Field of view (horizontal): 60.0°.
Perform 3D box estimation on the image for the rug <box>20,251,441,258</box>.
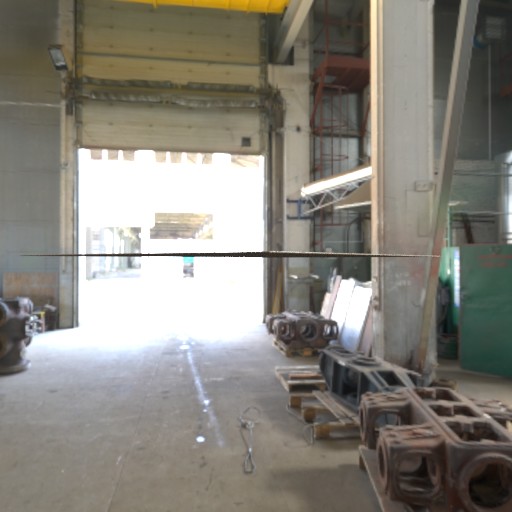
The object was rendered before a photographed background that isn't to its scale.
[{"bbox_3d":[0.000,0.000,4.034,2.442,0.008,3.046,0,-1,37],"label":"rug"}]
